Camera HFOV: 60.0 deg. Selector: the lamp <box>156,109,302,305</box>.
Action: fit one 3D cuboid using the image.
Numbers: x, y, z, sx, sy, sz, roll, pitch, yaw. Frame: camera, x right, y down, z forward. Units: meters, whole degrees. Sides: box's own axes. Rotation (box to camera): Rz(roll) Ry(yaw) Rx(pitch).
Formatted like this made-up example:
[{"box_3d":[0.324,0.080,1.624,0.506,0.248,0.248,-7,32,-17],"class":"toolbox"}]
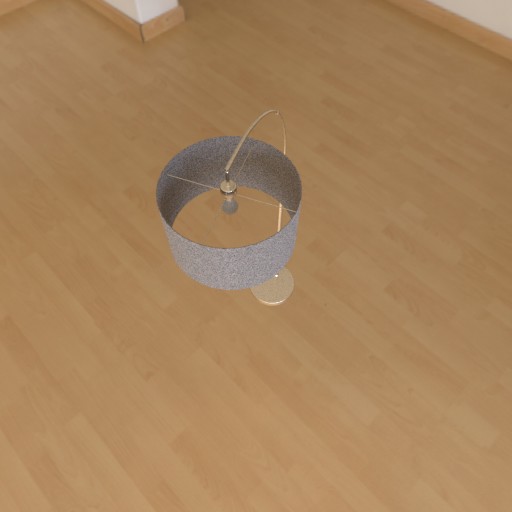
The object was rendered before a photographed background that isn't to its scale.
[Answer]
[{"box_3d":[0.000,0.000,2.153,0.452,1.735,0.934,17,60,10],"class":"lamp"}]
